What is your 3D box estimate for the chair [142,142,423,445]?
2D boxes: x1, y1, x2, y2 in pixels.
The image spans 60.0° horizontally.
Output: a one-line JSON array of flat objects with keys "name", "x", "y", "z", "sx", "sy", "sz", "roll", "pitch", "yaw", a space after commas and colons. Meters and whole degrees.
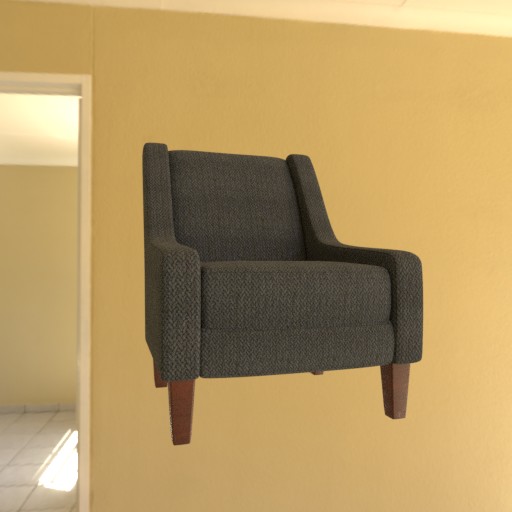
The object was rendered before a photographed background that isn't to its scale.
[{"name": "chair", "x": 0.000, "y": 0.000, "z": 1.664, "sx": 0.793, "sy": 1.012, "sz": 0.944, "roll": 0, "pitch": -1, "yaw": -17}]
